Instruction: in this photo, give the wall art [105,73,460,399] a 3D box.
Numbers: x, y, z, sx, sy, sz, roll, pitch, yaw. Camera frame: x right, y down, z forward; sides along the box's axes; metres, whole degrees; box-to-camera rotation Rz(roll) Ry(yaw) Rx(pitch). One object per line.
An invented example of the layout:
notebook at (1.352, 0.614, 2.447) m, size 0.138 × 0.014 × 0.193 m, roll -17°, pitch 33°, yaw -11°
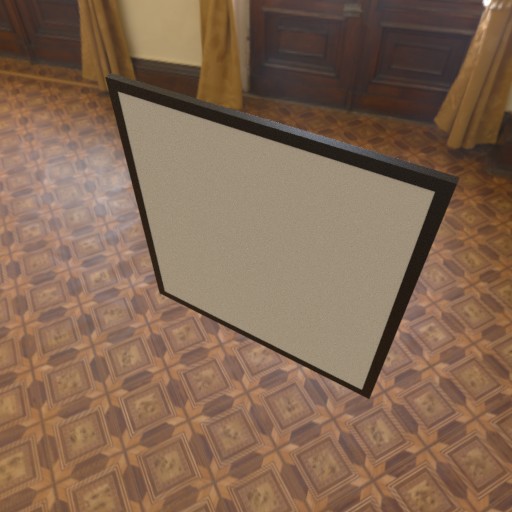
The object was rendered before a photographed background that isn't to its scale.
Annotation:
wall art at (0.000, 0.000, 1.195) m, size 0.807 × 0.807 × 0.022 m, roll 23°, pitch 51°, yaw 20°
